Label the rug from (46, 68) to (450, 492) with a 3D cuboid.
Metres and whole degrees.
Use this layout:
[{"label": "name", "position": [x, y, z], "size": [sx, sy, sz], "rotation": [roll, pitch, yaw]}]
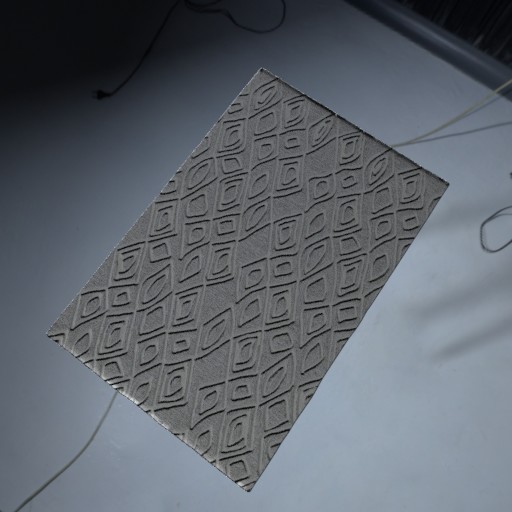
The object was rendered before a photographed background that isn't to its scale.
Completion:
[{"label": "rug", "position": [0.000, 0.000, 2.248], "size": [1.224, 0.016, 1.832], "rotation": [35, 79, 8]}]
